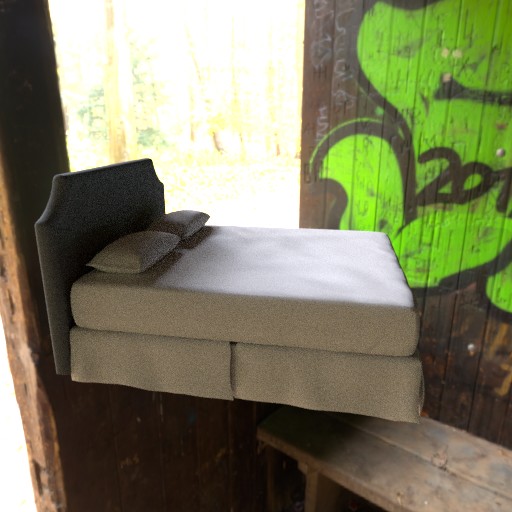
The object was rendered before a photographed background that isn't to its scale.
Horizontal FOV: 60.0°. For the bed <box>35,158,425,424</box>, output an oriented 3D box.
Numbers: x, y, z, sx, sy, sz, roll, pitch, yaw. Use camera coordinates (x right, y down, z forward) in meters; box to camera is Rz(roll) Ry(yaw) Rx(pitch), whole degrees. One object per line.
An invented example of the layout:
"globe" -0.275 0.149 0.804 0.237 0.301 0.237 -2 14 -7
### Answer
"bed" 0.000 0.000 3.287 2.259 1.296 1.811 3 17 10
